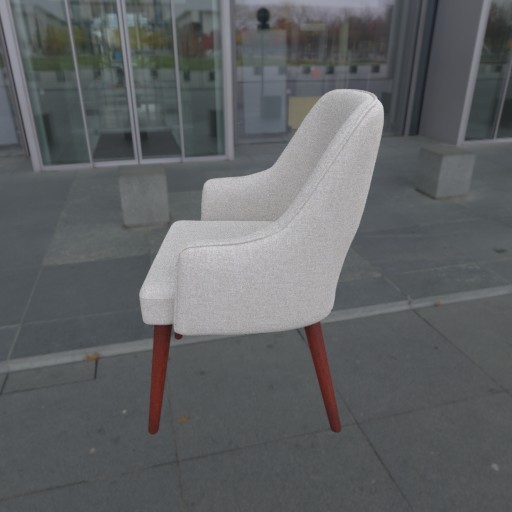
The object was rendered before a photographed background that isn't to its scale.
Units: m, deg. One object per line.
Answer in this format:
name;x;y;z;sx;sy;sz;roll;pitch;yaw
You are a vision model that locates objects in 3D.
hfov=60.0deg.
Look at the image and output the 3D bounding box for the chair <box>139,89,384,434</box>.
chair;0.000;0.000;1.210;0.580;0.840;0.560;0;25;0
